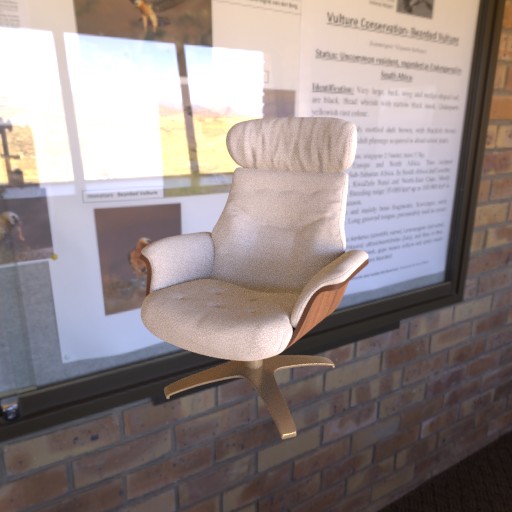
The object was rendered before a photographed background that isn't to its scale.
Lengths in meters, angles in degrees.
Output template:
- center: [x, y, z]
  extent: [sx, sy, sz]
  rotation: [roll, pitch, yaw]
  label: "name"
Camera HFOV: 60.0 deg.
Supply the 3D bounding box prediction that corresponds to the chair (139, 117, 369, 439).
- center: [0.000, 0.000, 1.641]
  extent: [0.785, 0.995, 0.837]
  rotation: [8, 18, 26]
  label: "chair"
